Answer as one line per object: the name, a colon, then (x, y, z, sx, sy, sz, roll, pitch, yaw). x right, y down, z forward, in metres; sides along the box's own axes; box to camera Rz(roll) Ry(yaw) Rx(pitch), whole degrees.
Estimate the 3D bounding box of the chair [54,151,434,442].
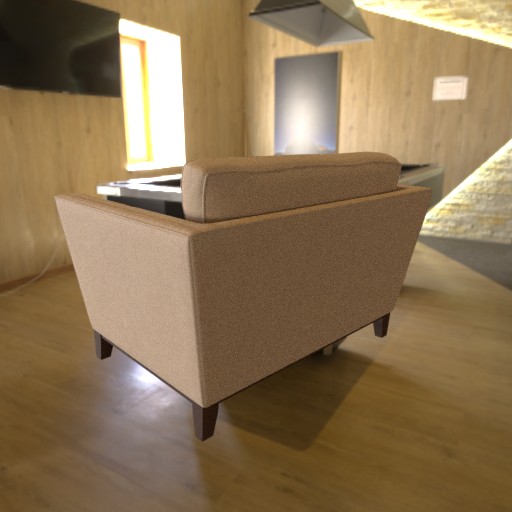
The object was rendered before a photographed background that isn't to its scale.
chair: (0.000, 0.000, 2.030, 1.397, 0.940, 0.965, -15, 21, -42)
